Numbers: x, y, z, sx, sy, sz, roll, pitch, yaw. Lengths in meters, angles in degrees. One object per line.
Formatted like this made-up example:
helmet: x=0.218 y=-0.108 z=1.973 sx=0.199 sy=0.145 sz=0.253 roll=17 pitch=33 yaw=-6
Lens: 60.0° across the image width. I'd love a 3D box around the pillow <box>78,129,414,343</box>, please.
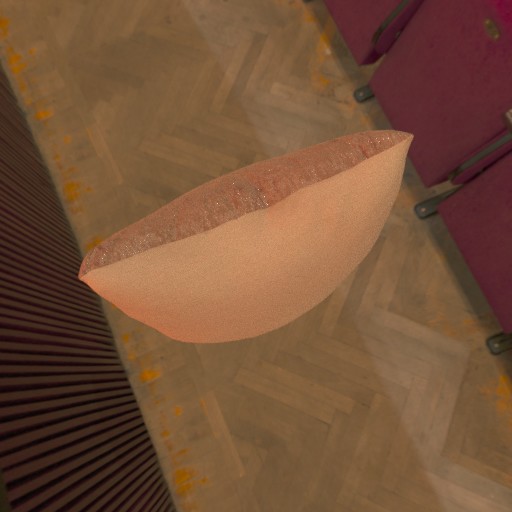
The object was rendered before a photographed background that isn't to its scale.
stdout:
pillow: x=0.000 y=0.000 z=0.741 sx=0.450 sy=0.448 sz=0.245 roll=-22 pitch=77 yaw=-5
